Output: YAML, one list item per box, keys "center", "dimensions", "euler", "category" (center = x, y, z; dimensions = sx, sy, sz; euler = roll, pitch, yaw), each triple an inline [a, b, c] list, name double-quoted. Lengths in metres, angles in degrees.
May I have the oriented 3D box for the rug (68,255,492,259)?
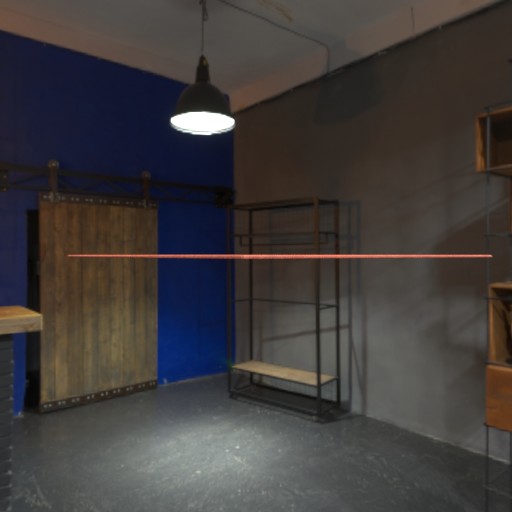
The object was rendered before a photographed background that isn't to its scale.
- center: [0.000, 0.000, 3.927]
  dimensions: [2.430, 0.018, 2.976]
  euler: [0, 0, -37]
  category: "rug"
